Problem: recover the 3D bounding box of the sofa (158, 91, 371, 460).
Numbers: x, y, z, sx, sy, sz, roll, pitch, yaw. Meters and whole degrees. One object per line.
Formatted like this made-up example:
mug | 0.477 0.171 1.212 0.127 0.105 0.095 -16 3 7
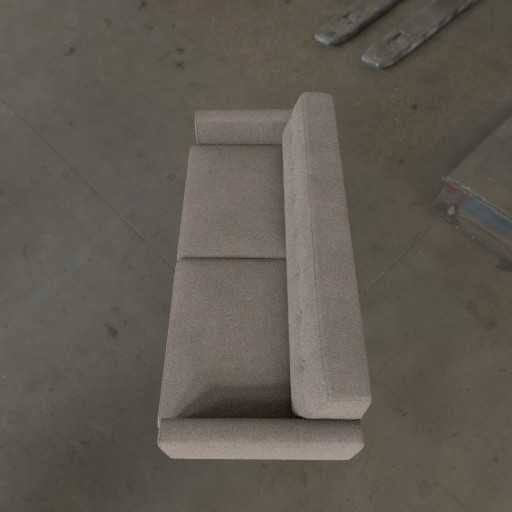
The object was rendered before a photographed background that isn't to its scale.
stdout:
sofa | 0.000 0.000 2.465 0.909 0.841 2.029 0 58 0
